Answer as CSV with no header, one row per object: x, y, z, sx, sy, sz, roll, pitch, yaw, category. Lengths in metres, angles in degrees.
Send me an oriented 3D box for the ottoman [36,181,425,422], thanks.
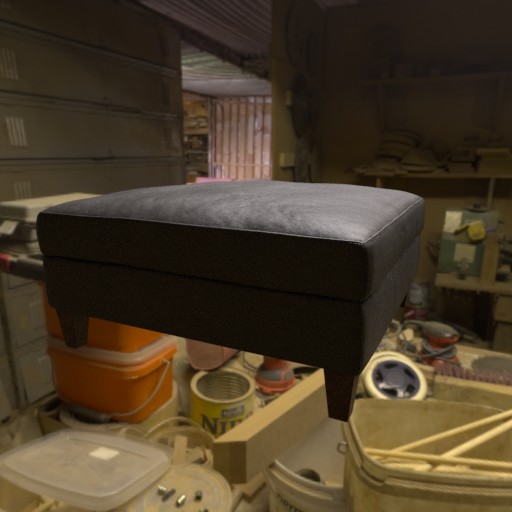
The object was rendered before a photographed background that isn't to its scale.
0.000,0.000,1.289,0.844,0.415,0.836,7,15,26,ottoman
